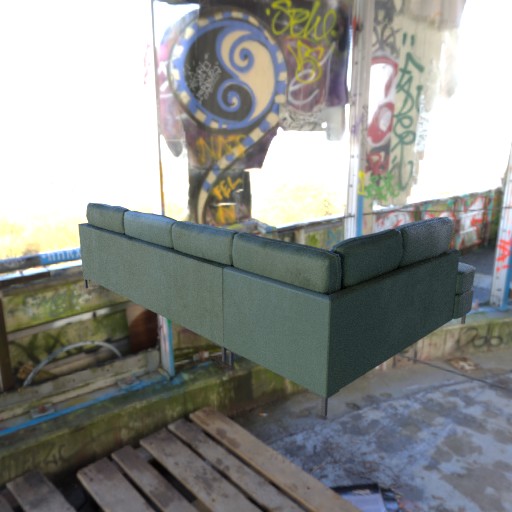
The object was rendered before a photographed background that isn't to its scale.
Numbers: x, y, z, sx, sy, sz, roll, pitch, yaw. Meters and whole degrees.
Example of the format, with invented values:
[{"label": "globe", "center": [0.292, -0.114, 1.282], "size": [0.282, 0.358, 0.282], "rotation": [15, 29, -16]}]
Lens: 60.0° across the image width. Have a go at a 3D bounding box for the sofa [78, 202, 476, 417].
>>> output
[{"label": "sofa", "center": [0.000, 0.000, 4.305], "size": [2.048, 0.996, 3.384], "rotation": [-13, 19, -42]}]
